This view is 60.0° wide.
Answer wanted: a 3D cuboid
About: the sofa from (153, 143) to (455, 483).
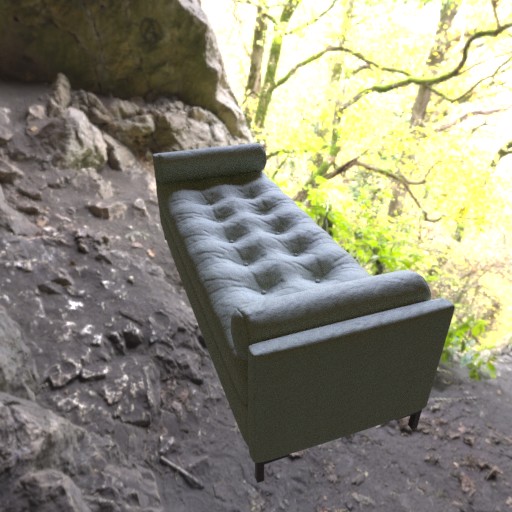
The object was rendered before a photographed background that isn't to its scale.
[{"bbox_3d":[0.000,0.000,2.448,0.796,0.705,2.102,-11,33,-17],"label":"sofa"}]
